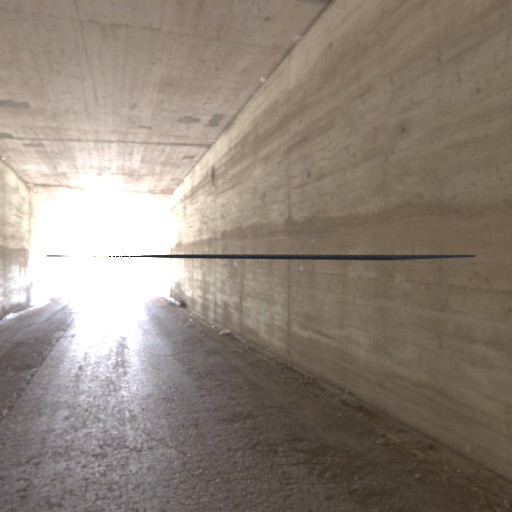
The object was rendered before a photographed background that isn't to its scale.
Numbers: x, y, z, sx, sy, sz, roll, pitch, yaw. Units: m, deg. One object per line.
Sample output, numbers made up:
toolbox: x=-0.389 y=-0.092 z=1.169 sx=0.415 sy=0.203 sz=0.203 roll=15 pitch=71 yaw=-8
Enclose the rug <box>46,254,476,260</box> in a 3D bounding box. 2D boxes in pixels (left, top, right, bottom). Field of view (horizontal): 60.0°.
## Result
rug: x=0.000 y=0.000 z=2.258 sx=1.829 sy=0.010 sz=1.219 roll=0 pitch=1 yaw=36
